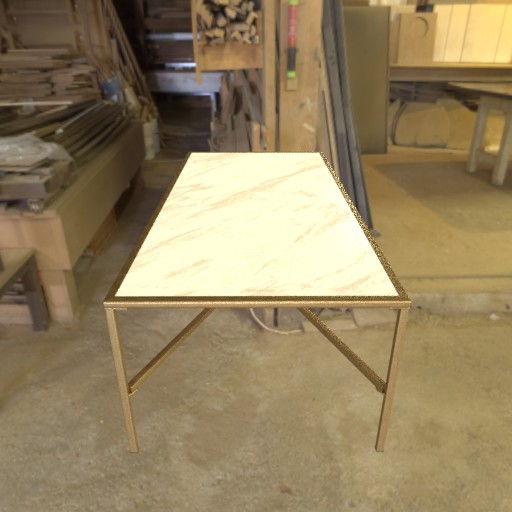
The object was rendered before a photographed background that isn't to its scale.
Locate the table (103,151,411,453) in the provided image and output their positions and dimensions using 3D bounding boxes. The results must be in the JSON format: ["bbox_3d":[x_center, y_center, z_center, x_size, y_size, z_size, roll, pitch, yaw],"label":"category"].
[{"bbox_3d":[0.000,0.000,1.451,0.577,0.405,1.197,0,26,0],"label":"table"}]
